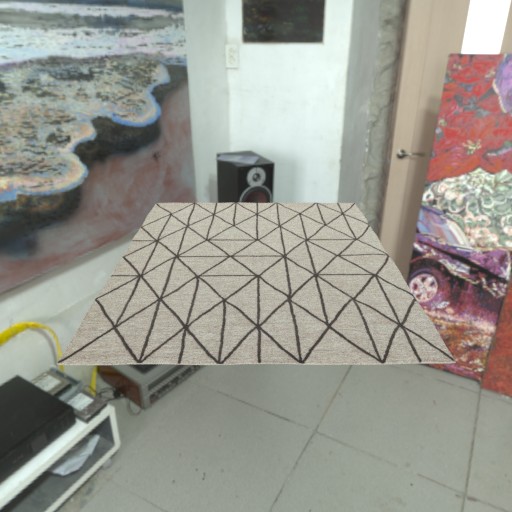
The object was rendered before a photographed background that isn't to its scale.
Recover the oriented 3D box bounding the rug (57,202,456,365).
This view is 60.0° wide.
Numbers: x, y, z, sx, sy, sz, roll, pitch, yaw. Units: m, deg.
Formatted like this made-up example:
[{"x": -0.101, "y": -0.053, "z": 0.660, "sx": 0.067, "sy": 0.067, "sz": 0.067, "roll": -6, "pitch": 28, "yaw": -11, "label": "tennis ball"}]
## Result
[{"x": 0.000, "y": 0.000, "z": 4.078, "sx": 2.468, "sy": 0.022, "sz": 3.061, "roll": 0, "pitch": 25, "yaw": 0, "label": "rug"}]
